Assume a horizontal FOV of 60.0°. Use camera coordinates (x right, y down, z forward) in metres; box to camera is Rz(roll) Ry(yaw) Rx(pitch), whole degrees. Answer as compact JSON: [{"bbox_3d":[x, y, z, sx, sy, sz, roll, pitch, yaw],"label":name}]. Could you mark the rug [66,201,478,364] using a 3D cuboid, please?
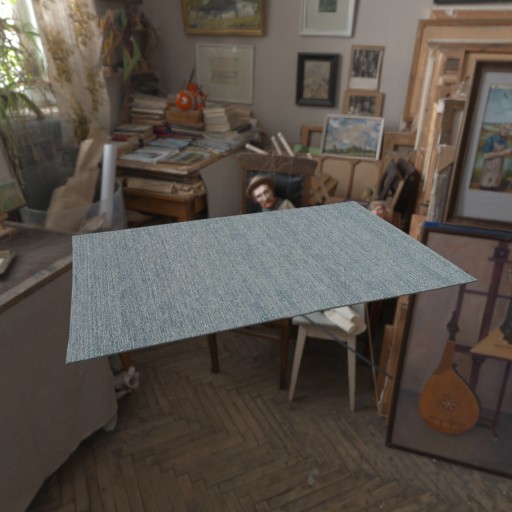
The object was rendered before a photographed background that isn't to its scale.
[{"bbox_3d":[0.000,0.000,2.341,1.853,0.022,1.174,-9,28,-17],"label":"rug"}]
